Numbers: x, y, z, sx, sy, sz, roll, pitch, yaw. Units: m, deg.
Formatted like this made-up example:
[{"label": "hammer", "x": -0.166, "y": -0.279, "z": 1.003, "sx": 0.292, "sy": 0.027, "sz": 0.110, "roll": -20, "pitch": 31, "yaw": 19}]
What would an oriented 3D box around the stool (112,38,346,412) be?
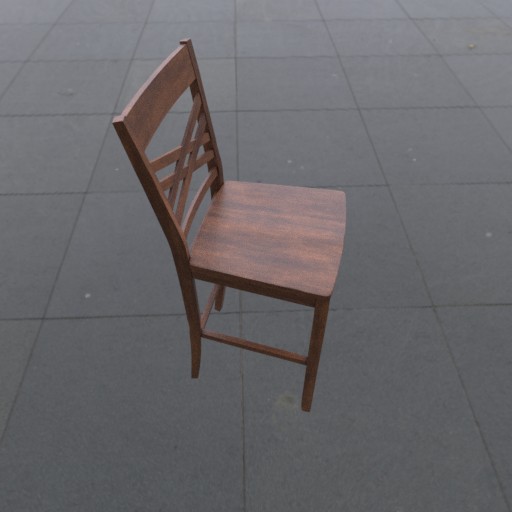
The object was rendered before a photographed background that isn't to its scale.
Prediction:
[{"label": "stool", "x": 0.000, "y": 0.000, "z": 1.365, "sx": 0.504, "sy": 1.098, "sz": 0.426, "roll": 9, "pitch": 48, "yaw": 9}]
